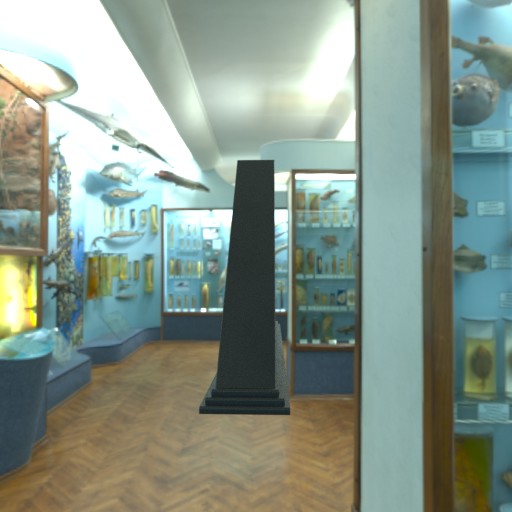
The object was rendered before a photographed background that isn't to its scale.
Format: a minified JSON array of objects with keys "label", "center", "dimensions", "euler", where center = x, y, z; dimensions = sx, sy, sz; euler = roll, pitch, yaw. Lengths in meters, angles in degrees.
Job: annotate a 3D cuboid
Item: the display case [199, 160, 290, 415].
[{"label":"display case","center":[0.000,0.000,0.783],"dimensions":[0.095,0.340,0.640],"euler":[0,-1,2]}]
